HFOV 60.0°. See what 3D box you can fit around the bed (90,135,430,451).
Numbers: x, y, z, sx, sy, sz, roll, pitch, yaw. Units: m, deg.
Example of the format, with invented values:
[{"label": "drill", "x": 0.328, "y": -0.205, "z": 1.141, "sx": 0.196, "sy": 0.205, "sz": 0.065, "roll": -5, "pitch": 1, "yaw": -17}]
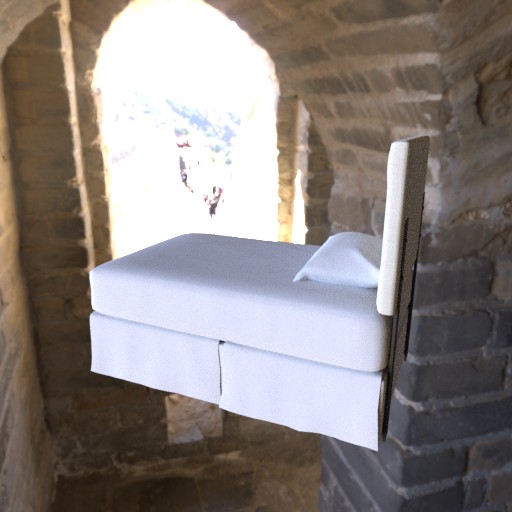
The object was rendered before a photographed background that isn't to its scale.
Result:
[{"label": "bed", "x": 0.000, "y": 0.000, "z": 2.993, "sx": 1.997, "sy": 1.571, "sz": 1.261, "roll": 7, "pitch": 18, "yaw": 24}]
